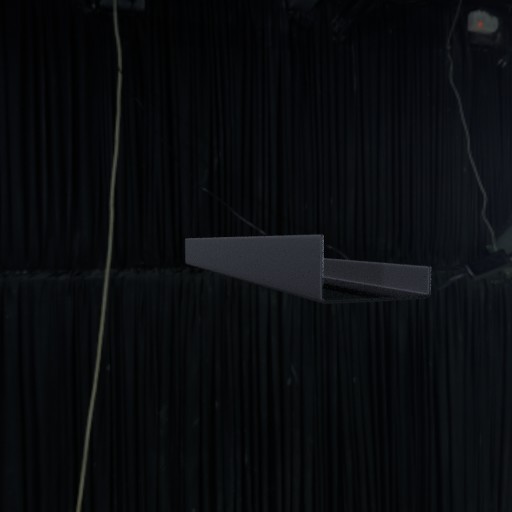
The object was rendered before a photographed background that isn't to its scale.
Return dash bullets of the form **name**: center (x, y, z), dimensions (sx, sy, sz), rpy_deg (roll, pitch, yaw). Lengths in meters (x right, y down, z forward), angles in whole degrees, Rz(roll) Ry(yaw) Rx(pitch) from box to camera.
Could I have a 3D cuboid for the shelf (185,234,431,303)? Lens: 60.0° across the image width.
- **shelf**: center (0.000, 0.000, 0.635), dimensions (0.102, 0.053, 0.605), rpy_deg (-1, 2, -19)
